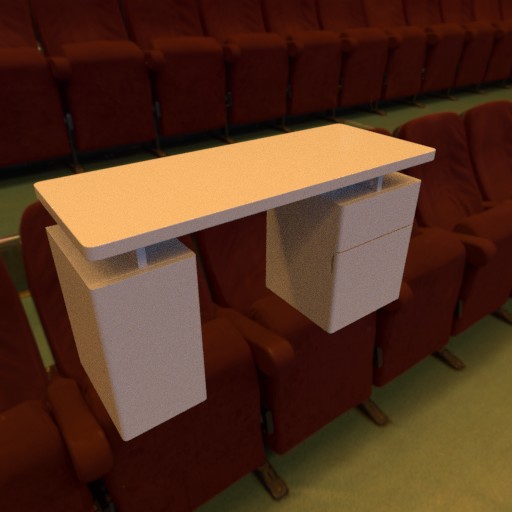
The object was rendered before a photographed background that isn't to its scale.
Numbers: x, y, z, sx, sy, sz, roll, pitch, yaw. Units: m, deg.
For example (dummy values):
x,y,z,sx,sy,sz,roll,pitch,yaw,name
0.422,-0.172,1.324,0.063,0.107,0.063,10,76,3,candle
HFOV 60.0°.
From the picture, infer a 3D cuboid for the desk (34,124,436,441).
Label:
x,y,z,sx,sy,sz,roll,pitch,yaw,name
0.000,0.000,1.791,1.400,0.762,0.550,-20,35,-31,desk
